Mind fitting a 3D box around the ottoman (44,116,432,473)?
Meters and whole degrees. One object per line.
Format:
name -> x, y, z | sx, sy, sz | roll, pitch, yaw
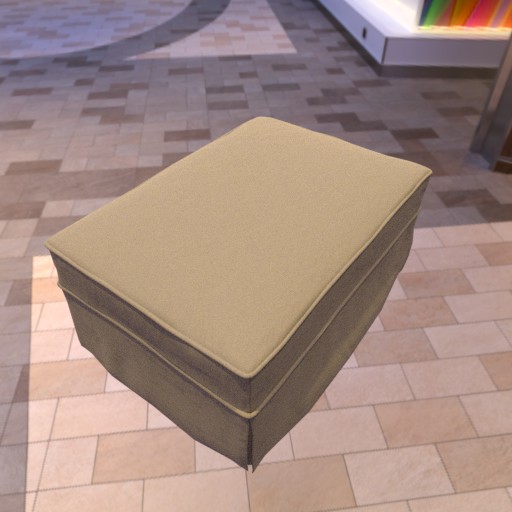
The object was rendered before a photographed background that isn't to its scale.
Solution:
ottoman -> 0.000, 0.000, 1.323 | 0.703, 0.479, 0.944 | 27, 48, 26
